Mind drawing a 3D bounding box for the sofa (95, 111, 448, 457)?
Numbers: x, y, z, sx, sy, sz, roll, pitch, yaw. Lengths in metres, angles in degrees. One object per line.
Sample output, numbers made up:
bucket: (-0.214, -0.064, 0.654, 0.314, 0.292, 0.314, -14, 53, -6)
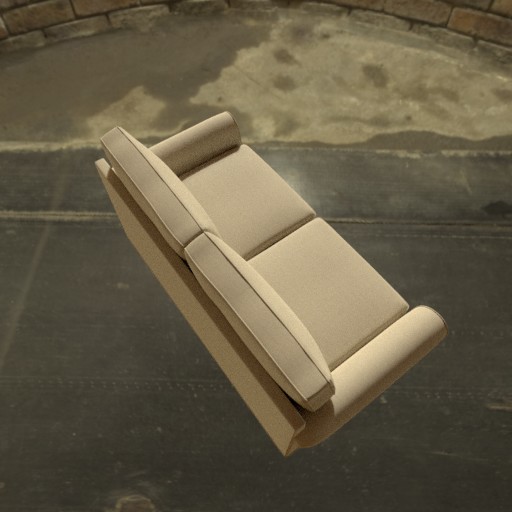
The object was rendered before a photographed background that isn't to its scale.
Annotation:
sofa: (0.000, 0.000, 2.287, 0.861, 0.933, 1.774, -33, 64, -18)
